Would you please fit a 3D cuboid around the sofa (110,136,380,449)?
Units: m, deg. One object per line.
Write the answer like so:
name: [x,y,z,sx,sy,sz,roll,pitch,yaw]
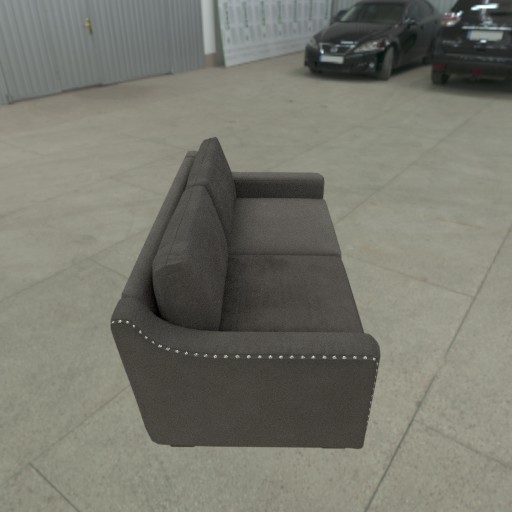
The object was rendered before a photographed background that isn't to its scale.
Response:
sofa: [0.000,0.000,3.328,1.336,1.196,2.550,0,31,1]
